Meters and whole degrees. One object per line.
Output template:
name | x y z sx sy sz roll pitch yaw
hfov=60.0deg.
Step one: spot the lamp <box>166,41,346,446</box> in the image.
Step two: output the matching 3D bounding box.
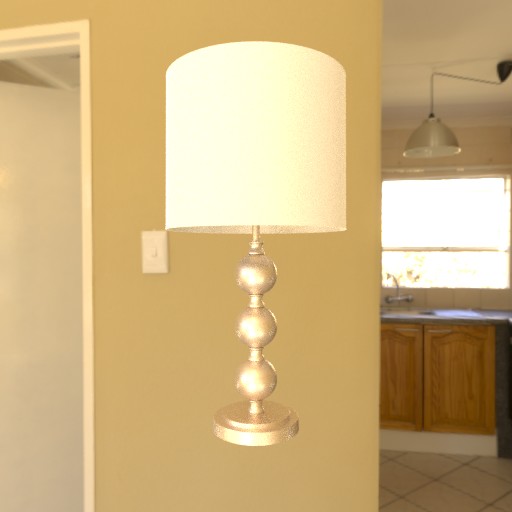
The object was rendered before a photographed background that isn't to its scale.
lamp | 0.000 0.000 0.692 0.277 0.538 0.277 0 1 0
